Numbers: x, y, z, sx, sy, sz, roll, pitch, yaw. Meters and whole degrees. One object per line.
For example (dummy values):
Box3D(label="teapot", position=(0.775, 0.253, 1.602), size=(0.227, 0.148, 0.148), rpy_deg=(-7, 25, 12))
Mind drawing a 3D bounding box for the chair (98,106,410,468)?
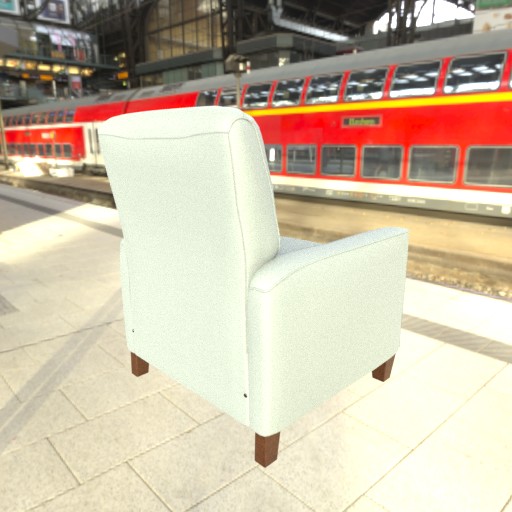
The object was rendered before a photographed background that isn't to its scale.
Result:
Box3D(label="chair", position=(0.000, 0.000, 1.644), size=(0.846, 1.007, 0.853), rpy_deg=(-14, 20, -43))
